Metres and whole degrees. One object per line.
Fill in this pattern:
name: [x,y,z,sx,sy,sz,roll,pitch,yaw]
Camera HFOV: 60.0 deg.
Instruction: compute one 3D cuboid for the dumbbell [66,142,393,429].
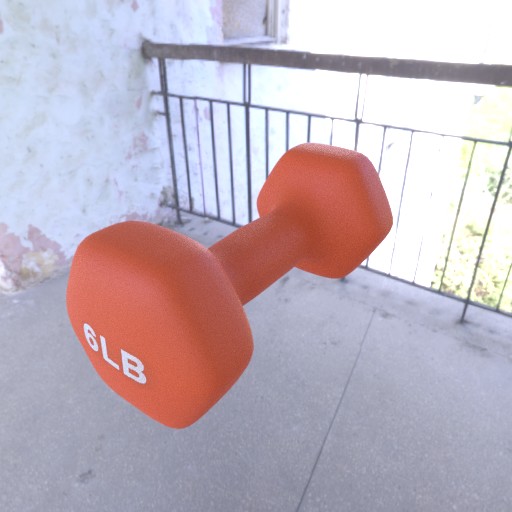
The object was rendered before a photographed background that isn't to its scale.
dumbbell: [0.000,0.000,0.205,0.079,0.071,0.162,21,36,32]
